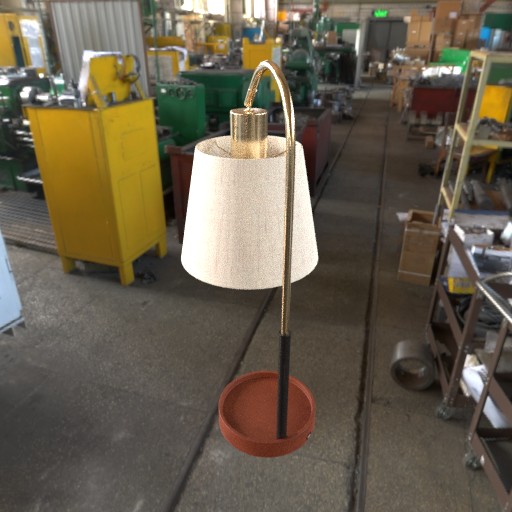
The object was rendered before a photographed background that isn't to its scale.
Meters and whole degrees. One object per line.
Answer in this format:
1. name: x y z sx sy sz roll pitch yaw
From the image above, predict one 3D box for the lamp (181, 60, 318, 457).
1. lamp: 0.000 0.000 0.657 0.211 0.536 0.273 -8 28 -16
